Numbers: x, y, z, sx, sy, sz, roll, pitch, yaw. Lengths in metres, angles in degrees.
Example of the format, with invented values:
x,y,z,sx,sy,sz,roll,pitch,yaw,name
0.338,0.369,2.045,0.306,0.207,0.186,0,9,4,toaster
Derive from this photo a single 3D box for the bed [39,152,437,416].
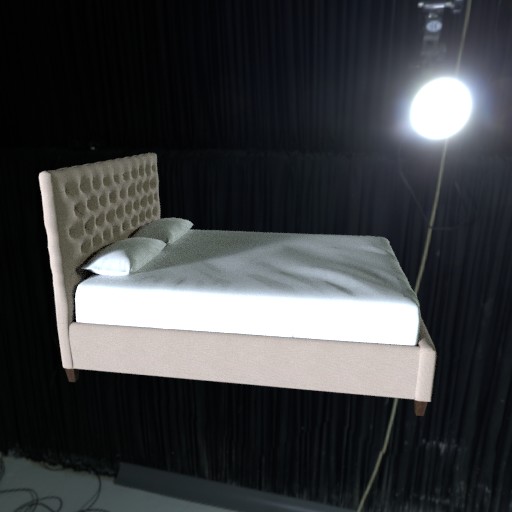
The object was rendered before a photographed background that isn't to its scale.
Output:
x,y,z,sx,sy,sz,roll,pitch,yaw,name
0.000,0.000,3.424,2.387,1.427,1.698,3,17,9,bed
